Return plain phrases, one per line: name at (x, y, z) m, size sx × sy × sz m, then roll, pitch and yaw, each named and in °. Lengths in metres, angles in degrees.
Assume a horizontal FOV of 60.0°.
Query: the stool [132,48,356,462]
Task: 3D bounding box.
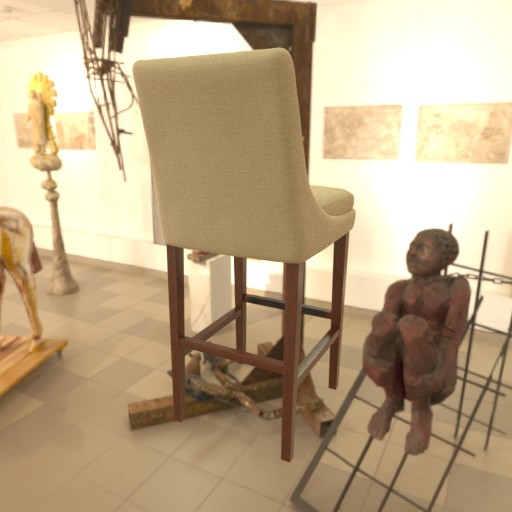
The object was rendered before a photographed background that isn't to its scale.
stool at (0.000, 0.000, 1.362) m, size 0.470 × 1.078 × 0.577 m, roll 8°, pitch 18°, yaw 27°
